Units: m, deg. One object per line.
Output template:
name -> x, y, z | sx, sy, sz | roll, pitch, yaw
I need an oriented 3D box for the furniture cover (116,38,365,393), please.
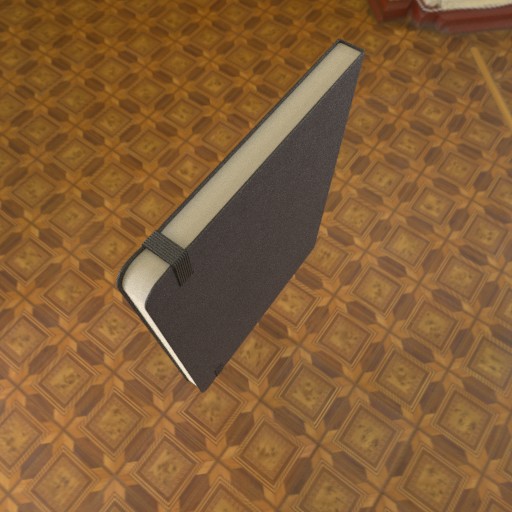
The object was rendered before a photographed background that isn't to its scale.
furniture cover -> 0.000, 0.000, 0.380 | 0.023, 0.281, 0.216 | 33, 68, 15
